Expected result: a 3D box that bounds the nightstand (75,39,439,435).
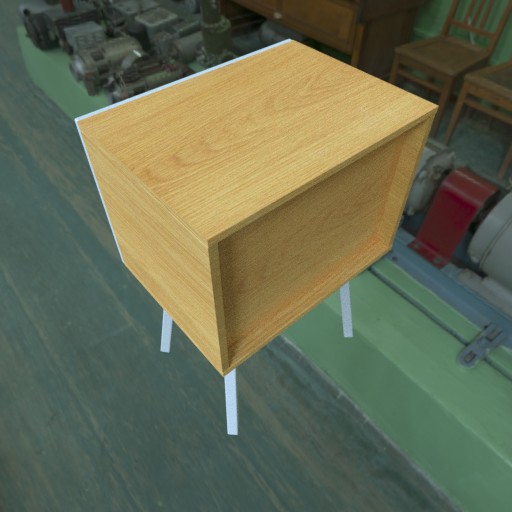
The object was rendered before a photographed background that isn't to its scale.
[{"bbox_3d":[0.000,0.000,0.834,0.400,0.601,0.316,-33,56,-26],"label":"nightstand"}]
